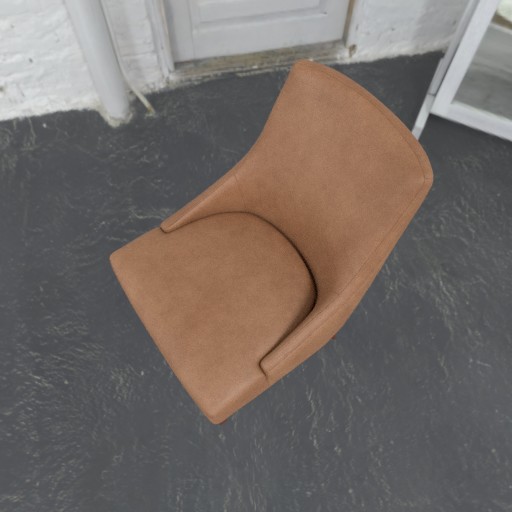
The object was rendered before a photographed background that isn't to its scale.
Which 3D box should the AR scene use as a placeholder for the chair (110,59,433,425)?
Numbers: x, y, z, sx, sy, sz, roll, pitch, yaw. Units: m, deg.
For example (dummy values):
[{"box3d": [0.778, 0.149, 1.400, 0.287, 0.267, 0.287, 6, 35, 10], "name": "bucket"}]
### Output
[{"box3d": [0.000, 0.000, 1.504, 0.861, 0.909, 0.701, -32, 67, -15], "name": "chair"}]
